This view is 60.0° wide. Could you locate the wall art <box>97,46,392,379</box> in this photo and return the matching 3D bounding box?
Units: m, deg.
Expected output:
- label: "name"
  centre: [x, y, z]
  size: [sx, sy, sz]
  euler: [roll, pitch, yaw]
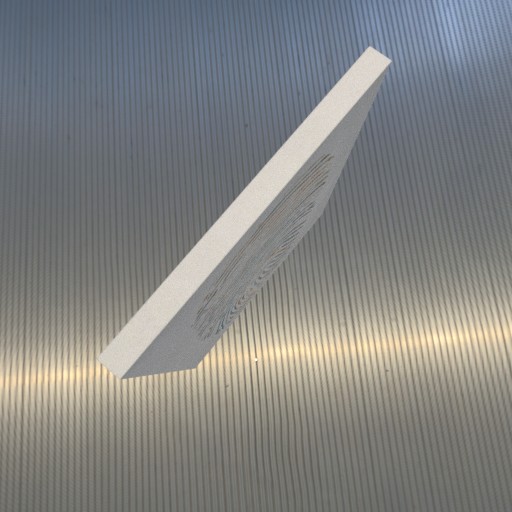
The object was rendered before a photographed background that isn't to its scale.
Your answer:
- label: "wall art"
  centre: [0.000, 0.000, 0.819]
  size: [0.037, 0.606, 0.508]
  euler: [38, 80, 8]
